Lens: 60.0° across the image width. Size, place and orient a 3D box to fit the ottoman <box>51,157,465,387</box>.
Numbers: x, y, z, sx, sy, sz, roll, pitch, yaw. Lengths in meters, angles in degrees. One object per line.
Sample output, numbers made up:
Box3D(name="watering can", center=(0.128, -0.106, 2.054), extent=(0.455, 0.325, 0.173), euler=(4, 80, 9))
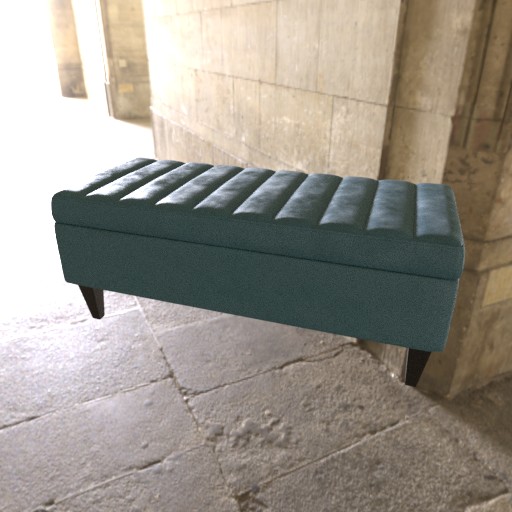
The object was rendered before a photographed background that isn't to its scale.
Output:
Box3D(name="ottoman", center=(0.000, 0.000, 1.430), extent=(1.151, 0.469, 0.482), euler=(8, 28, 16))
